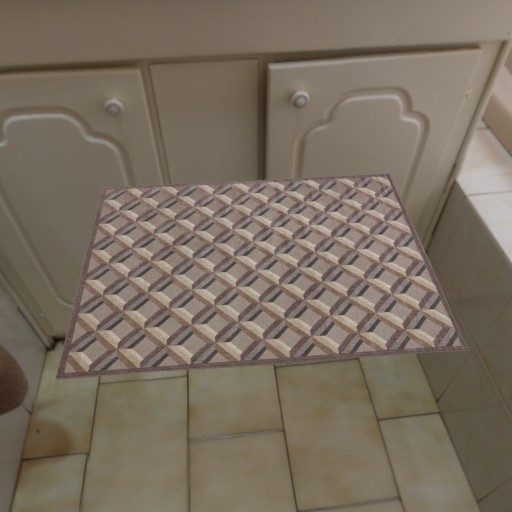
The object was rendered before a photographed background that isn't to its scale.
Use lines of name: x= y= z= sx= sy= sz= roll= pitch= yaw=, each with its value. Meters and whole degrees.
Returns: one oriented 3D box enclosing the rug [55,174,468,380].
rug: x=0.000 y=0.000 z=2.940 sx=2.260 sy=0.013 sz=1.600 roll=-3 pitch=48 yaw=-3
